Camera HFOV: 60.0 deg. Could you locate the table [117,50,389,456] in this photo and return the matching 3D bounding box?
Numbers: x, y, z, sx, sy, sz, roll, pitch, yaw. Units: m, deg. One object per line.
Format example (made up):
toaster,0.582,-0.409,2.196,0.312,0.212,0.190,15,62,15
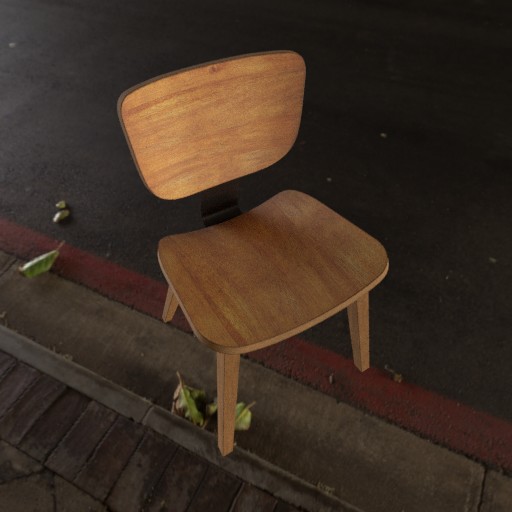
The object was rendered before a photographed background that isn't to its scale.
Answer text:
table,0.000,0.000,1.097,0.499,0.805,0.500,-24,51,-21
